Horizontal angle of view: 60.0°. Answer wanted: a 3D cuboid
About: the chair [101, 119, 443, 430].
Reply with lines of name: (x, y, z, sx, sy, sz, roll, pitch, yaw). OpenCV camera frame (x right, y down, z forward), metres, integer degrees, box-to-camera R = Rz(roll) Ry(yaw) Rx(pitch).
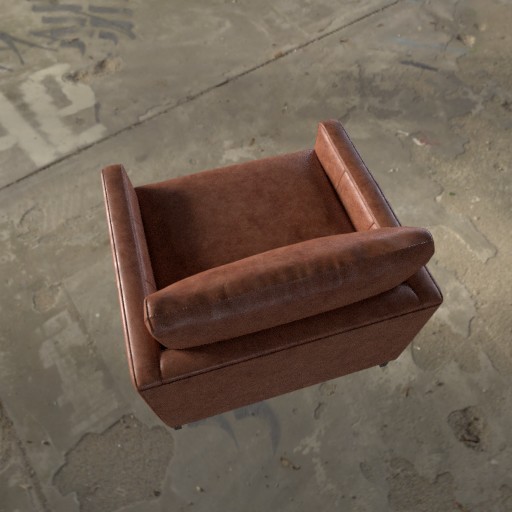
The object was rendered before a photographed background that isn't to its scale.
chair: (0.000, 0.000, 1.625, 0.967, 0.869, 0.862, -14, 59, -9)
